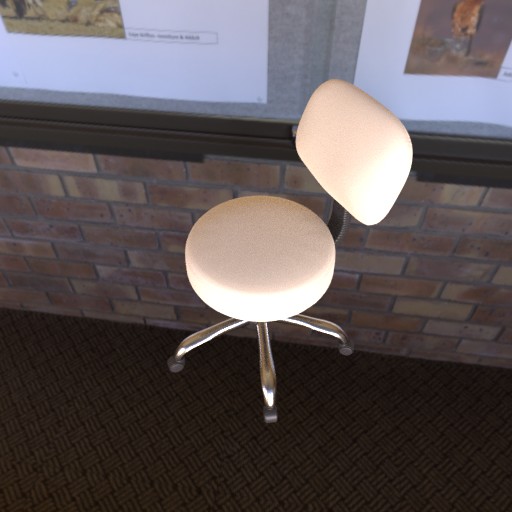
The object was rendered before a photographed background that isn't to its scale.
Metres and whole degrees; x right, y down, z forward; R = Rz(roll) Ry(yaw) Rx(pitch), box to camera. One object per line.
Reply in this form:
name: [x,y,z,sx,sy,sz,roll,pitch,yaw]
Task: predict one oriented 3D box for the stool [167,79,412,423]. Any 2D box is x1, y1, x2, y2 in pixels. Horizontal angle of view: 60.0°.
stool: [0.000,0.000,1.240,0.616,0.810,0.609,-18,49,-16]
